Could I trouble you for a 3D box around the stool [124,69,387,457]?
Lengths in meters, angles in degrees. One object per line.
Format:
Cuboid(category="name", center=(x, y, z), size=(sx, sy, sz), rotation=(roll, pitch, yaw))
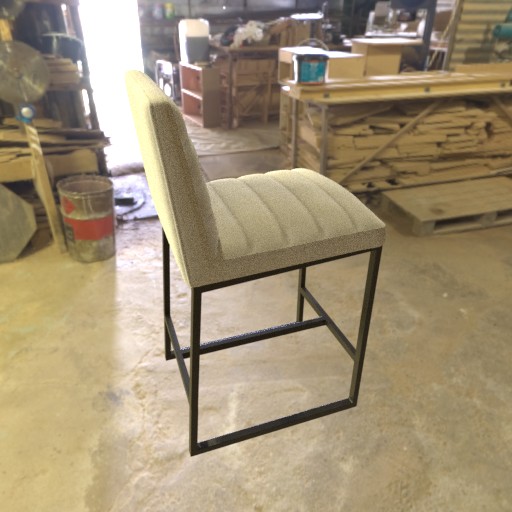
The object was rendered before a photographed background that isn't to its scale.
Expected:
Cuboid(category="stool", center=(0.000, 0.000, 1.265), size=(0.567, 0.971, 0.459), rotation=(-10, 32, -17))
